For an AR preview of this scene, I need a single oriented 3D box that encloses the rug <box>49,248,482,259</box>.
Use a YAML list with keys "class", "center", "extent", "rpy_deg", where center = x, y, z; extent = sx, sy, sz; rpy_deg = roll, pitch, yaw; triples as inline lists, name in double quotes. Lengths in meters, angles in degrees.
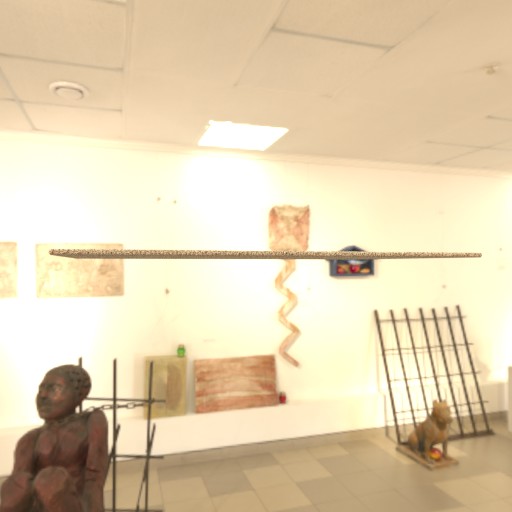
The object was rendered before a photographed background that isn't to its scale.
- class: "rug"
  center: [0.000, 0.000, 3.066]
  extent: [2.438, 0.030, 1.524]
  rpy_deg: [0, -1, -18]
